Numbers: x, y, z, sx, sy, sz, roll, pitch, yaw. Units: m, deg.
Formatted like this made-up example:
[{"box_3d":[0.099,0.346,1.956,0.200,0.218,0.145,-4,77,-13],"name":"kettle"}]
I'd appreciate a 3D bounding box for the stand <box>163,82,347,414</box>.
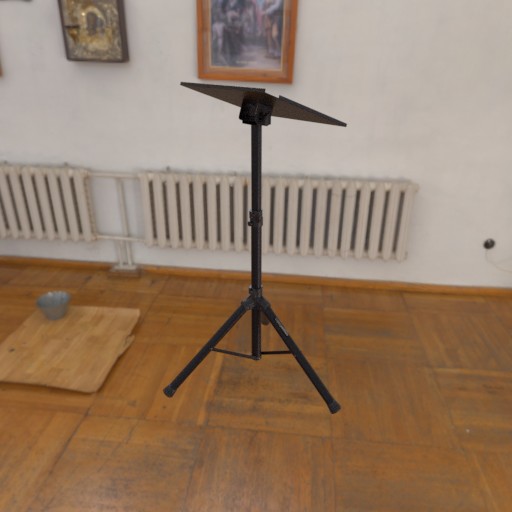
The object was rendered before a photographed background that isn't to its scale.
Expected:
[{"box_3d":[0.000,0.000,1.656,0.702,1.198,0.702,-18,30,-35],"name":"stand"}]
